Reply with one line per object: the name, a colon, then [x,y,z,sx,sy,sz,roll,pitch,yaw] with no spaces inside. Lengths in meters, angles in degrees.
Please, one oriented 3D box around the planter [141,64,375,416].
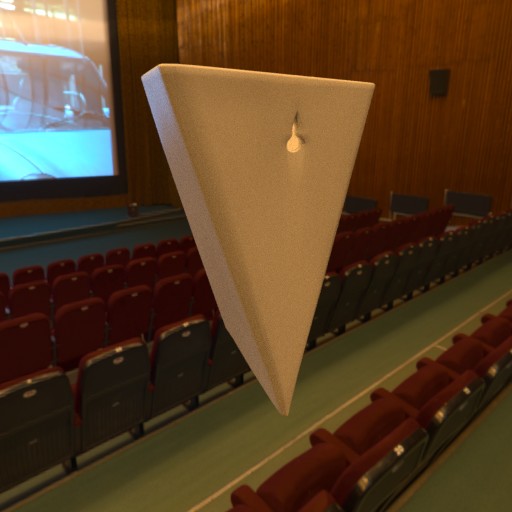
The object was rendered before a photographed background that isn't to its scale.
planter: [0.000,0.000,0.265,0.150,0.197,0.060,-16,23,-41]
